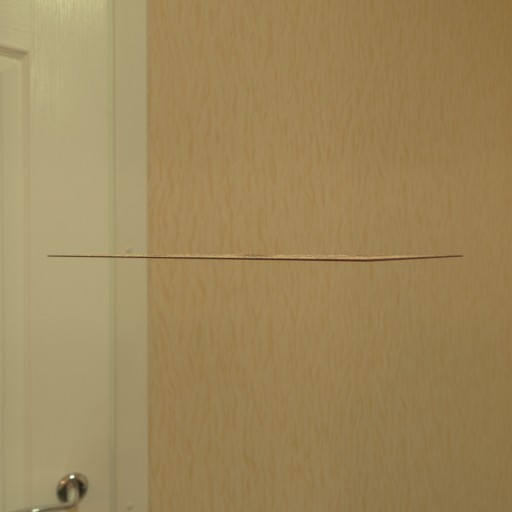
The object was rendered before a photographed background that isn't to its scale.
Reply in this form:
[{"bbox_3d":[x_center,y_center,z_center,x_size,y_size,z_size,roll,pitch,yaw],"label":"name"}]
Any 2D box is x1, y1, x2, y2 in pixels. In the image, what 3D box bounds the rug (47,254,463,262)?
[{"bbox_3d":[0.000,0.000,4.248,3.197,0.013,2.381,1,1,36],"label":"rug"}]
